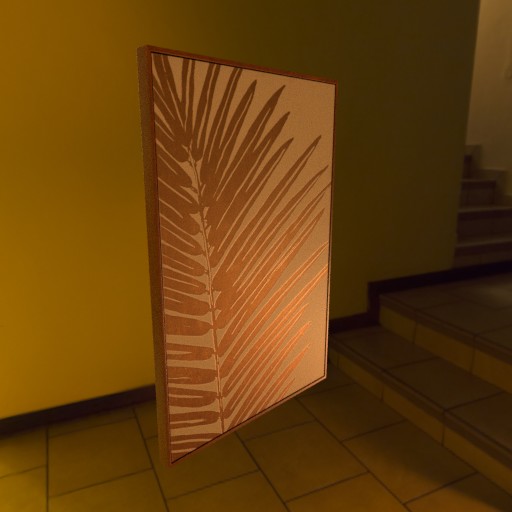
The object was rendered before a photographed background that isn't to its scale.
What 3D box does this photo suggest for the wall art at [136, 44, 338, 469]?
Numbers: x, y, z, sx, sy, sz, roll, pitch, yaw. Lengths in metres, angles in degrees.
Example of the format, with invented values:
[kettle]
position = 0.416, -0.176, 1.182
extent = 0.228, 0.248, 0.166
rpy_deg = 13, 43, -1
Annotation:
[wall art]
position = 0.000, 0.000, 1.149
extent = 0.610, 0.914, 0.037
rpy_deg = -13, 18, -43
